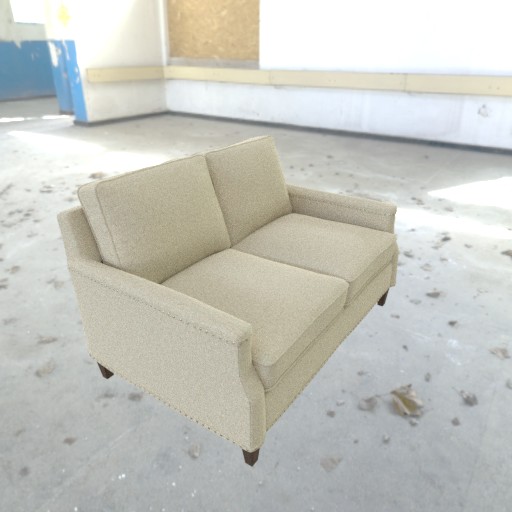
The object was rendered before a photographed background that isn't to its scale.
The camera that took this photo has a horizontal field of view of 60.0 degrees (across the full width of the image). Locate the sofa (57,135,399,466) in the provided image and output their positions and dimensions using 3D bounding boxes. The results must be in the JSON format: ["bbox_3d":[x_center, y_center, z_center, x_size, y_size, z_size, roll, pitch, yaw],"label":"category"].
[{"bbox_3d":[0.000,0.000,2.336,1.084,1.003,1.597,17,31,31],"label":"sofa"}]
